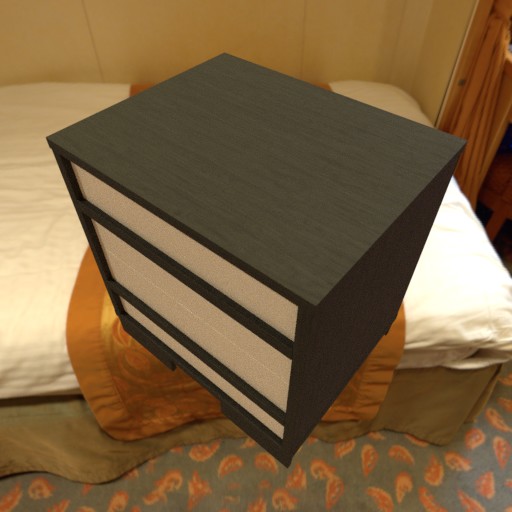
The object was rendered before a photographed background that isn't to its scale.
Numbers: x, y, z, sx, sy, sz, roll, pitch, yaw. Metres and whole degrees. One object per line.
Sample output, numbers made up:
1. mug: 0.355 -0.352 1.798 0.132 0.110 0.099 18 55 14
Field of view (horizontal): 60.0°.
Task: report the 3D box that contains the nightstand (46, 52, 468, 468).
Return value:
1. nightstand: 0.000 0.000 0.739 0.427 0.448 0.347 31 54 26
